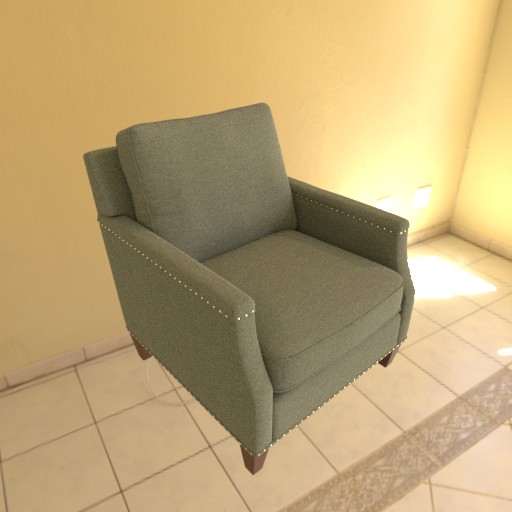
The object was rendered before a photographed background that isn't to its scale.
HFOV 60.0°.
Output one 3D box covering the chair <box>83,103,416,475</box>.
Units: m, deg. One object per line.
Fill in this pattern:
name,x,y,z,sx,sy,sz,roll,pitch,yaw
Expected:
chair,0.000,0.000,1.785,0.885,1.031,1.031,-24,37,-35
